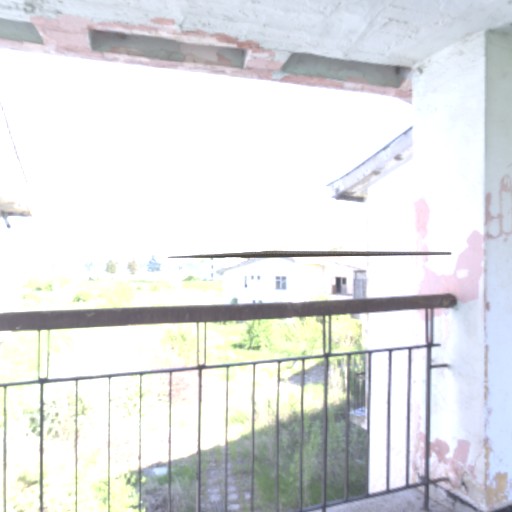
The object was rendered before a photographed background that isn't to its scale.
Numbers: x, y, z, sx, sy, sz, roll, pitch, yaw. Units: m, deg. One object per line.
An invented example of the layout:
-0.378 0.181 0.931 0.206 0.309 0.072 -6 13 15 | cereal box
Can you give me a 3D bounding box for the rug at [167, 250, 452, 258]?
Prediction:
0.000 0.000 2.729 0.769 0.012 2.448 0 -1 -19 | rug
